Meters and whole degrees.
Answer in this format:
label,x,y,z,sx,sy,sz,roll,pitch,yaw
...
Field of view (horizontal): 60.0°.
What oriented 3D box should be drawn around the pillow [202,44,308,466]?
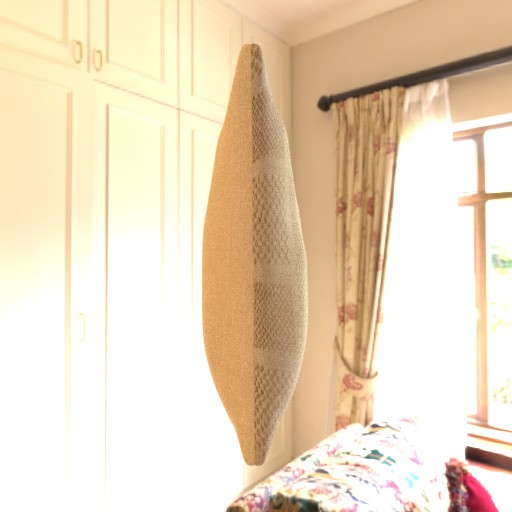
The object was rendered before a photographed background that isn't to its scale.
label,x,y,z,sx,sy,sz,roll,pitch,yaw
pillow,0.000,0.000,0.666,0.138,0.432,0.436,0,-1,1
